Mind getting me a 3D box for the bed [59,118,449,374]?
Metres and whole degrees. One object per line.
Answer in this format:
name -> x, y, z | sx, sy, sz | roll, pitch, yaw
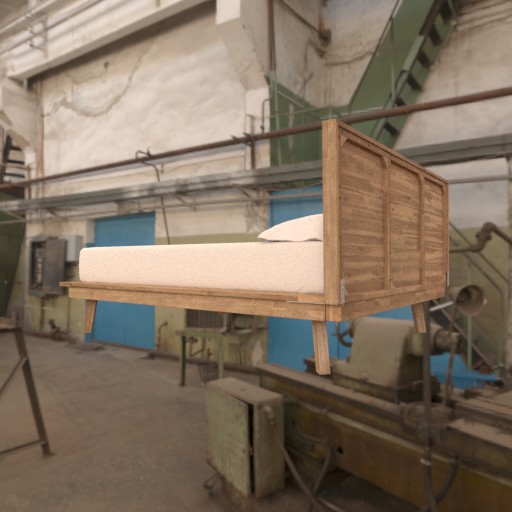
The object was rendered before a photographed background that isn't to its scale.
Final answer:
bed -> 0.000, 0.000, 3.105 | 2.145, 1.071, 1.759 | 0, -1, 37
